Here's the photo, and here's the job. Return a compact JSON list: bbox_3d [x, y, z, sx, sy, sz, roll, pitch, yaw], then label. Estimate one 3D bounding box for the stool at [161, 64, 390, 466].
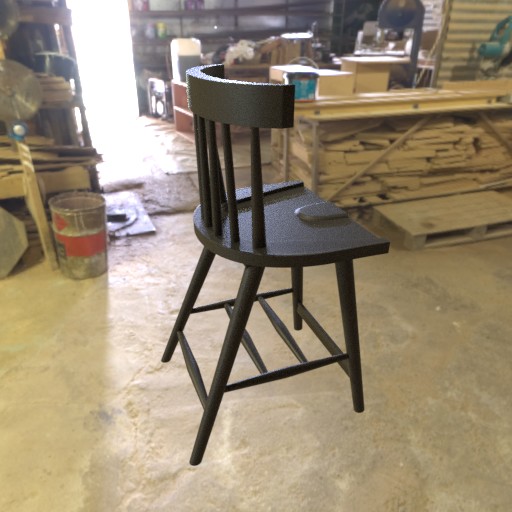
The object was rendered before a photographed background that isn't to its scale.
[{"bbox_3d":[0.000,0.000,1.240,0.549,0.953,0.494,-10,30,-18],"label":"stool"}]
